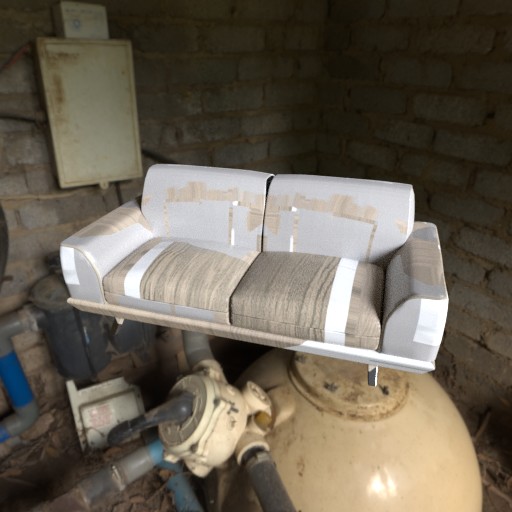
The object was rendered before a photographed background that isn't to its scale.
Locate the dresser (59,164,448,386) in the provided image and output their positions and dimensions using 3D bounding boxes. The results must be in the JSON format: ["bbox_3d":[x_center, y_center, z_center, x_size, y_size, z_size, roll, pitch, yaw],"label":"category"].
[{"bbox_3d":[0.000,0.000,6.027,4.679,1.863,2.251,8,27,15],"label":"dresser"}]
